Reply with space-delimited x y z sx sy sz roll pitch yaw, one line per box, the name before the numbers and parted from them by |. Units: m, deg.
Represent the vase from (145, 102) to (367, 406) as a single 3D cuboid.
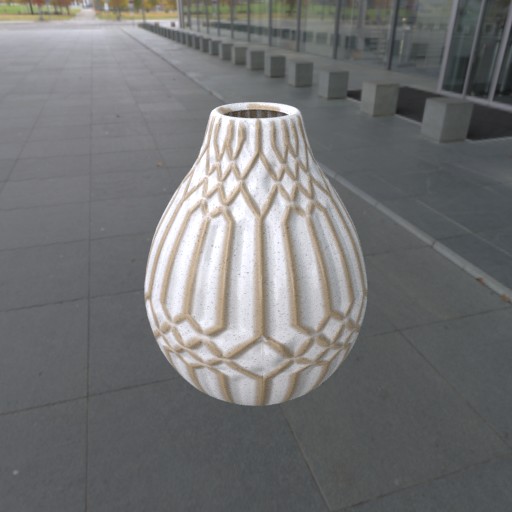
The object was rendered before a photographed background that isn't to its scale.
vase | 0.000 0.000 0.313 0.159 0.200 0.159 0 29 0
